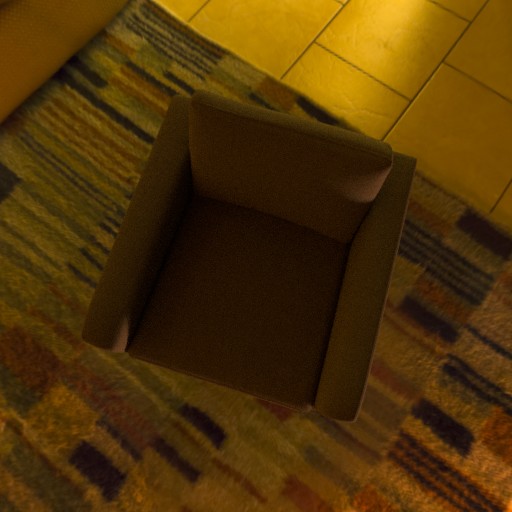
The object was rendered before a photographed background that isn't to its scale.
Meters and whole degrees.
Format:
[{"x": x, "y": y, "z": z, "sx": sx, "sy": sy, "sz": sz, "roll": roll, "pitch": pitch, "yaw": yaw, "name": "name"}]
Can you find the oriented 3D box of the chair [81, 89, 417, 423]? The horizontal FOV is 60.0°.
[{"x": 0.000, "y": 0.000, "z": 1.878, "sx": 1.070, "sy": 0.847, "sz": 1.100, "roll": 16, "pitch": 75, "yaw": 5, "name": "chair"}]
